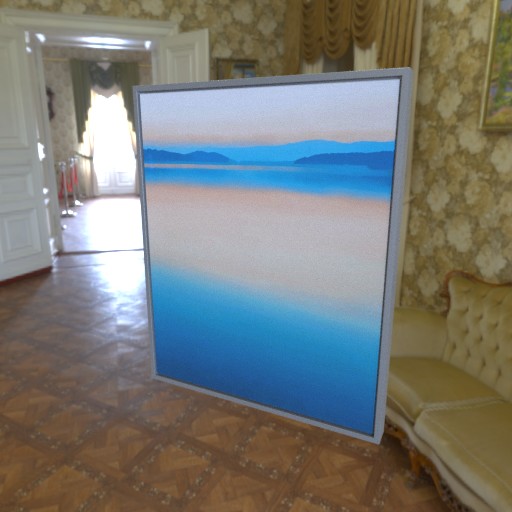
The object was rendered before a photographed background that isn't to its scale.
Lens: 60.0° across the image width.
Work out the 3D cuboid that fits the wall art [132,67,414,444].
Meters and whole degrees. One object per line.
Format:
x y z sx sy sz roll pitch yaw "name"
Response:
0.000 0.000 0.743 0.453 0.554 0.037 7 16 26 "wall art"
